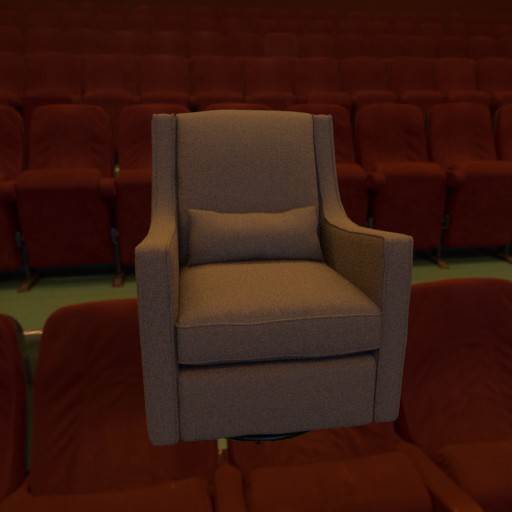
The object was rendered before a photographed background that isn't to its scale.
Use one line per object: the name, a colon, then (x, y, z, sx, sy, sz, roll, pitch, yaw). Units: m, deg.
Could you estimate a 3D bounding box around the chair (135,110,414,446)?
chair: (0.000, 0.000, 1.537, 0.732, 0.993, 0.879, -2, 16, -9)
